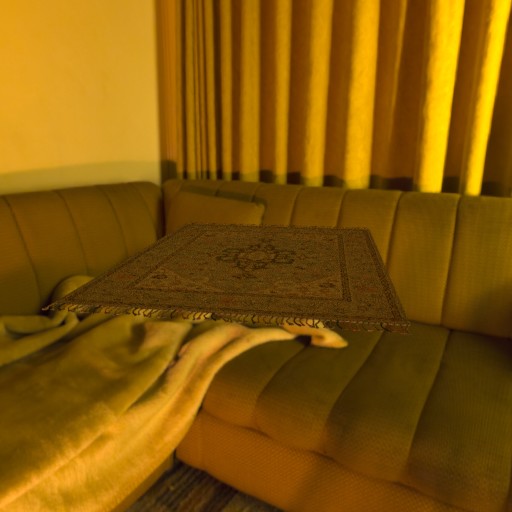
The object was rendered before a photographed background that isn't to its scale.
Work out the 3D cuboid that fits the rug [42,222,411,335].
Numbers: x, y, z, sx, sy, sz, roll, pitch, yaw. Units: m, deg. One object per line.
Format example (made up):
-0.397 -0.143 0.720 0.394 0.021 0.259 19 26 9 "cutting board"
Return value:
0.000 0.000 3.542 1.971 0.010 2.651 2 15 9 "rug"
